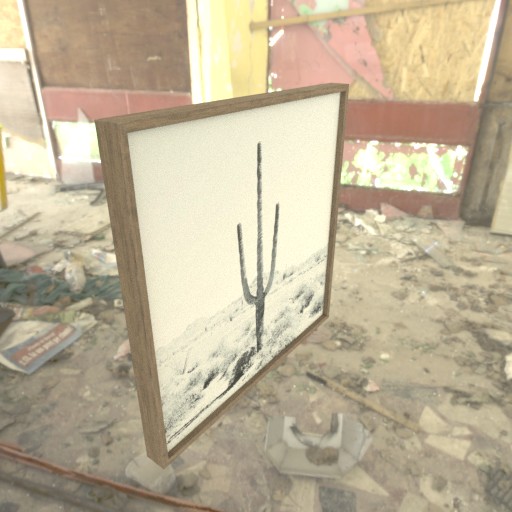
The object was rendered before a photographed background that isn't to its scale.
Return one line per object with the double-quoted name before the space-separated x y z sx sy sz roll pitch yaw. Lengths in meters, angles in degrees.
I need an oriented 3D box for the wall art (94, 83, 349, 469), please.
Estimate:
"wall art" 0.000 0.000 0.747 0.038 0.508 0.508 19 32 33
